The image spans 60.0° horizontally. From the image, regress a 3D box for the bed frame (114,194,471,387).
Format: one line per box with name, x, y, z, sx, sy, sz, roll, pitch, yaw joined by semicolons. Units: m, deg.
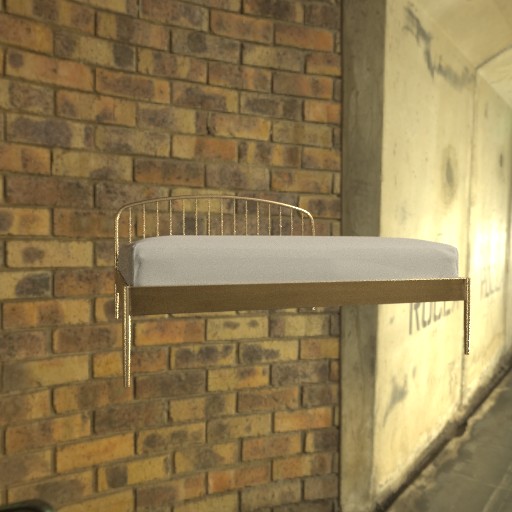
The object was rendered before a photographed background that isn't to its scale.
bed frame;0.000;0.000;3.363;2.016;1.174;2.152;0;1;-19
